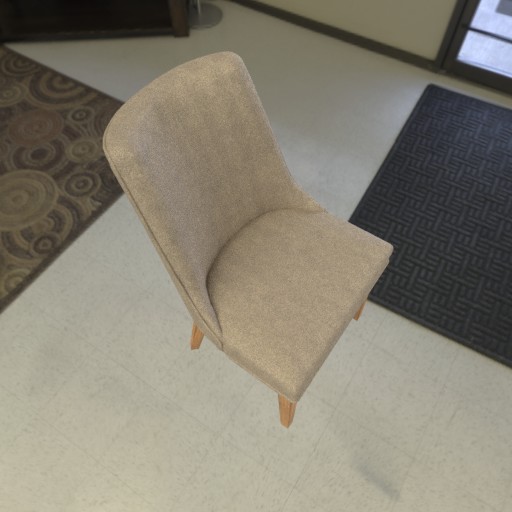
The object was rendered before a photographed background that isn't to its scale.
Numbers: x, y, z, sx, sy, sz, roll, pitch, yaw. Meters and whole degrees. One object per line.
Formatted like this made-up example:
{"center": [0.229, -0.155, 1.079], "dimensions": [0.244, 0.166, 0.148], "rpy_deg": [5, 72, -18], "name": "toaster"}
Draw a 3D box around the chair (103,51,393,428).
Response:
{"center": [0.000, 0.000, 1.286], "dimensions": [0.636, 0.916, 0.548], "rpy_deg": [31, 63, 18], "name": "chair"}
